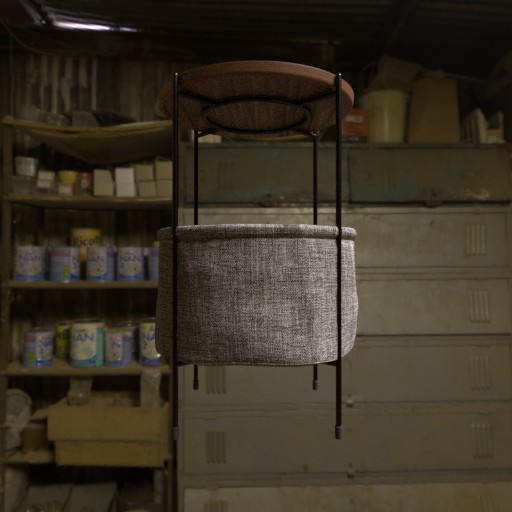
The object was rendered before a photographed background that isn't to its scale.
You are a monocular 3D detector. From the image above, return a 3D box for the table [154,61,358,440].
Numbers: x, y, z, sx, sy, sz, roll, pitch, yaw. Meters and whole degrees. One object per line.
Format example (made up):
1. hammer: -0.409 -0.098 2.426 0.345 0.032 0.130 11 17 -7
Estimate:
1. table: 0.000 0.000 0.897 0.400 0.623 0.400 0 0 -1
